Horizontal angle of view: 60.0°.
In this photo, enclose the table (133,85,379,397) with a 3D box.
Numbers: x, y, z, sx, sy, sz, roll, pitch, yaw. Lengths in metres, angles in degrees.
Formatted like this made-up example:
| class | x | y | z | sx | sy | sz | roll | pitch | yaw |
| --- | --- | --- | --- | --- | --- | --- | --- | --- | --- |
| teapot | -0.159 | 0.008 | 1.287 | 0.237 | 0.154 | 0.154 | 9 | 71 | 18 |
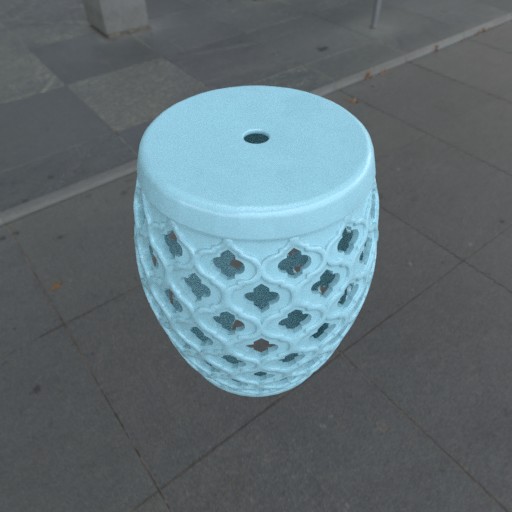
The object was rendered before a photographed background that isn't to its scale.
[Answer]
| class | x | y | z | sx | sy | sz | roll | pitch | yaw |
| --- | --- | --- | --- | --- | --- | --- | --- | --- | --- |
| table | 0.000 | 0.000 | 0.635 | 0.325 | 0.388 | 0.325 | 0 | 46 | 0 |
